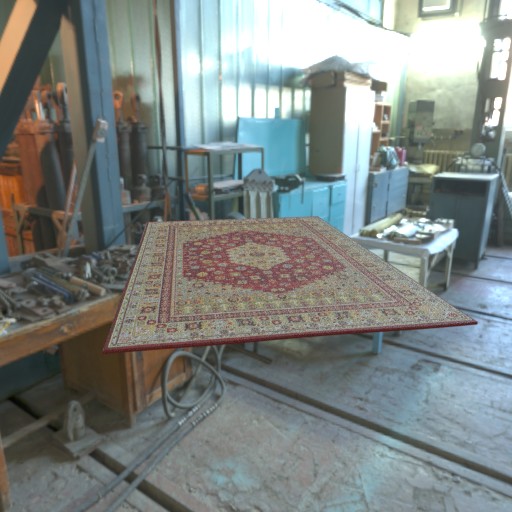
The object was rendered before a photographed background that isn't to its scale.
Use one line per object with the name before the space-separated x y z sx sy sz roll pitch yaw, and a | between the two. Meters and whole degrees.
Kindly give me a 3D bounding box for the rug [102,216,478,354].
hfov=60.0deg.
rug | 0.000 0.000 2.222 1.194 0.013 1.802 -3 17 -9
